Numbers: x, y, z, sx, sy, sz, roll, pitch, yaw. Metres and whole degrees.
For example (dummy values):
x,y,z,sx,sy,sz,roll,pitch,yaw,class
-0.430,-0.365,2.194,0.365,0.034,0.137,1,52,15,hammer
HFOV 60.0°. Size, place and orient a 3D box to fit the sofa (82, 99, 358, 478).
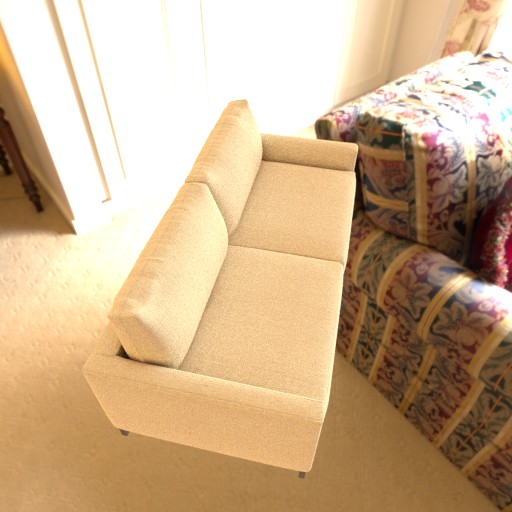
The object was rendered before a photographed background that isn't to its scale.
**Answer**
x,y,z,sx,sy,sz,roll,pitch,yaw,class
0.000,0.000,2.077,0.839,0.812,1.651,9,47,9,sofa
